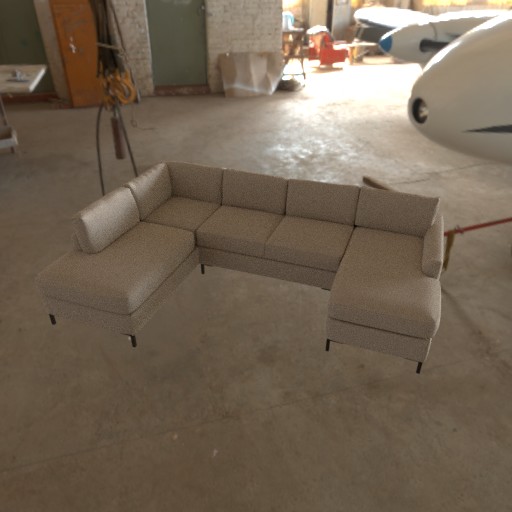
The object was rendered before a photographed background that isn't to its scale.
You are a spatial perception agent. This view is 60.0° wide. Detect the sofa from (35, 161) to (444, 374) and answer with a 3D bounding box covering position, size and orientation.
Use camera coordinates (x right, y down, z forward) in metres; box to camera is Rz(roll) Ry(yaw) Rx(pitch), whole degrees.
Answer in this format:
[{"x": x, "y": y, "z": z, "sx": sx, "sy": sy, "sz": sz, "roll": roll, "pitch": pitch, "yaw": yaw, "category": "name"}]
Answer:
[{"x": 0.000, "y": 0.000, "z": 3.792, "sx": 2.984, "sy": 0.862, "sz": 1.989, "roll": 11, "pitch": 33, "yaw": 17, "category": "sofa"}]
